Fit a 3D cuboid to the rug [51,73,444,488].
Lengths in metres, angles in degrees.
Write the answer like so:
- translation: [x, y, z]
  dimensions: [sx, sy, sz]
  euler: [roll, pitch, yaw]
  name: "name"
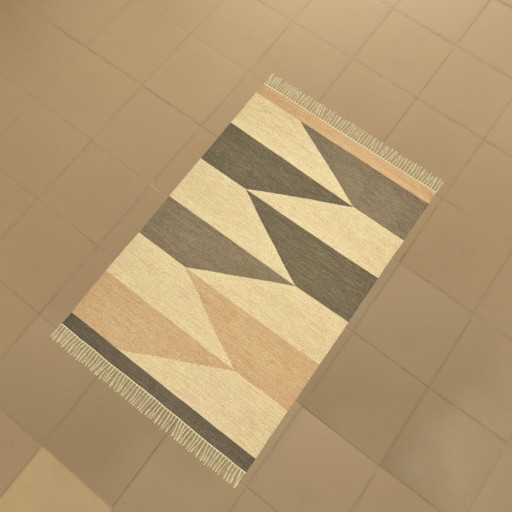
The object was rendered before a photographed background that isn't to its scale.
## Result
- translation: [0.000, 0.000, 2.445]
  dimensions: [1.224, 0.027, 2.021]
  euler: [36, 78, 9]
  name: "rug"
